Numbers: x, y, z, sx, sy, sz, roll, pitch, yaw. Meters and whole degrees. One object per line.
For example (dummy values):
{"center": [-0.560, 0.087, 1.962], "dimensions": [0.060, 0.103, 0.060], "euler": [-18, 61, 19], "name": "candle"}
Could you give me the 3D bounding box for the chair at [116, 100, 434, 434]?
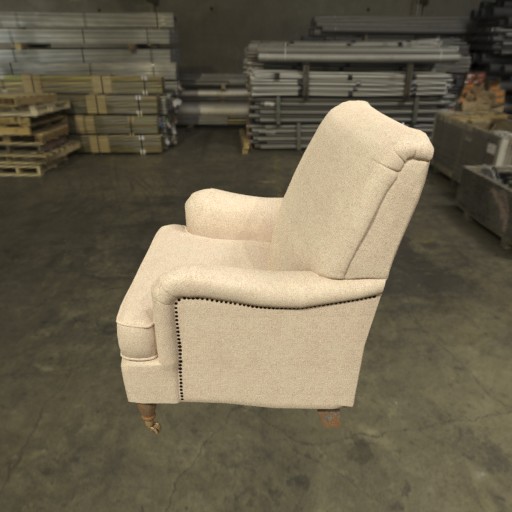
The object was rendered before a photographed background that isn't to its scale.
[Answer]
{"center": [0.000, 0.000, 1.763], "dimensions": [0.953, 1.119, 0.879], "euler": [0, 26, 0], "name": "chair"}
